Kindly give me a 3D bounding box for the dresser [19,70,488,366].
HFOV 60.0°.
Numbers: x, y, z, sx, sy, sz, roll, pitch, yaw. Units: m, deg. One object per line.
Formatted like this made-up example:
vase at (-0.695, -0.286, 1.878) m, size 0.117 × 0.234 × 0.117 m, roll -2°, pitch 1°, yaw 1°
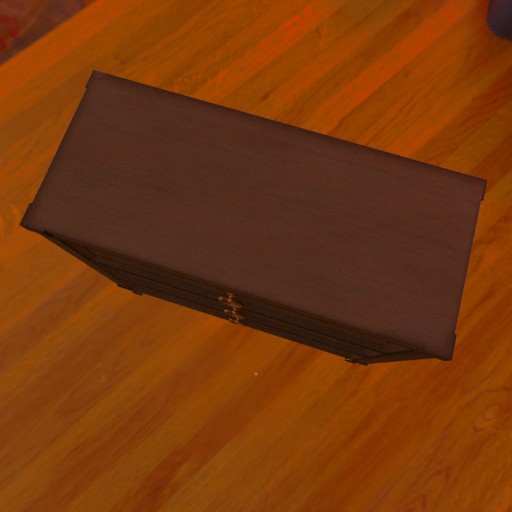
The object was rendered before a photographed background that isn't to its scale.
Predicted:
dresser at (0.000, 0.000, 1.550) m, size 1.049 × 0.986 × 0.463 m, roll 17°, pitch 76°, yaw 4°
